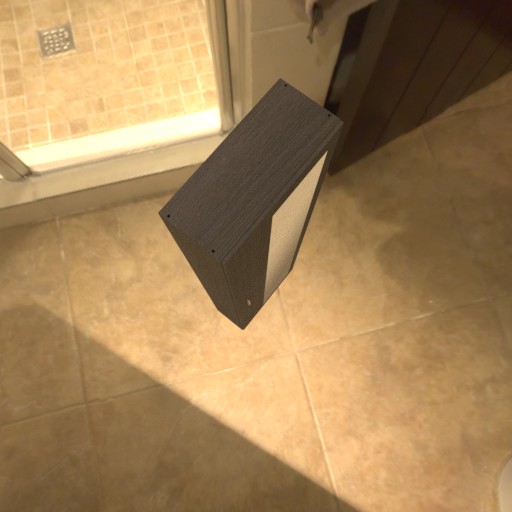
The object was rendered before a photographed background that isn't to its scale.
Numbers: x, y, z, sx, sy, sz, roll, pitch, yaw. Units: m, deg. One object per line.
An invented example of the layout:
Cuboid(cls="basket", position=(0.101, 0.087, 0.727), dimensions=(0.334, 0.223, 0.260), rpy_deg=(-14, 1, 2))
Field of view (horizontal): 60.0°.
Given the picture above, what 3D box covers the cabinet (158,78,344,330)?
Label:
Cuboid(cls="cabinet", position=(0.000, 0.000, 2.007), dimensions=(0.230, 1.790, 0.500), rpy_deg=(38, 78, 9))
